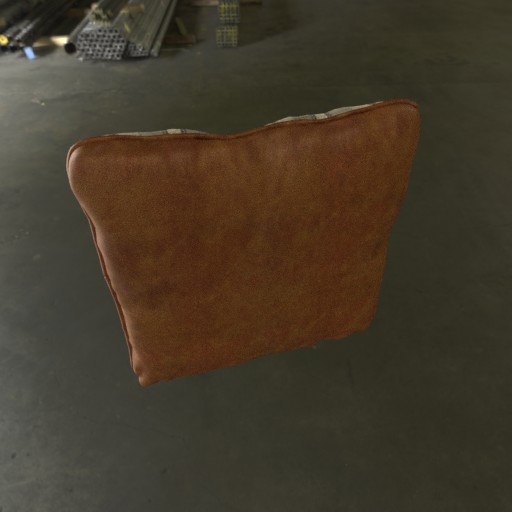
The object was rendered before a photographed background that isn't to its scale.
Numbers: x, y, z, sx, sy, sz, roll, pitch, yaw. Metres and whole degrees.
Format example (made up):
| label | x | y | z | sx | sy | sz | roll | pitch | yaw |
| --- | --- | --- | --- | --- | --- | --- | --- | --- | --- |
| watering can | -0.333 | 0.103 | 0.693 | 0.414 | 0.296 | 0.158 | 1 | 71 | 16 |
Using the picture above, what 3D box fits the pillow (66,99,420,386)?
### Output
| label | x | y | z | sx | sy | sz | roll | pitch | yaw |
| --- | --- | --- | --- | --- | --- | --- | --- | --- | --- |
| pillow | 0.000 | 0.000 | 0.736 | 0.489 | 0.490 | 0.130 | -11 | 42 | -13 |
